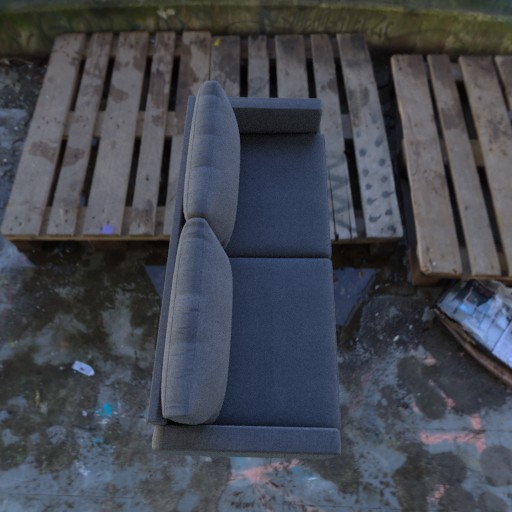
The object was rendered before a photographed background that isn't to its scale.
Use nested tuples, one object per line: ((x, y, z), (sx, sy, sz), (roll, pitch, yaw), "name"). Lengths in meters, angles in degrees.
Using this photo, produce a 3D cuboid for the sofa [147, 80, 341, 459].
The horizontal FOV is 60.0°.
((0.000, 0.000, 2.557), (0.880, 0.880, 2.100), (1, 63, 1), "sofa")
